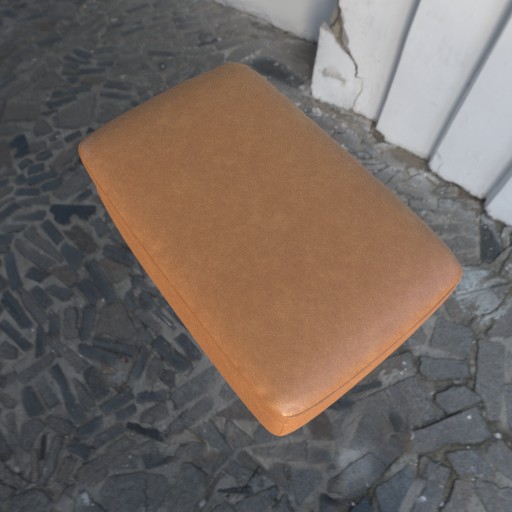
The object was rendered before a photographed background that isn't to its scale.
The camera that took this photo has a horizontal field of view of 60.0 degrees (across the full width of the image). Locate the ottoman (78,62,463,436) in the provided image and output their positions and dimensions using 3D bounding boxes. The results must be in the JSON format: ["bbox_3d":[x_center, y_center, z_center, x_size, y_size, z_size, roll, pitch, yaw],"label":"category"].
[{"bbox_3d":[0.000,0.000,0.971,0.420,0.480,0.670,-35,68,-16],"label":"ottoman"}]
